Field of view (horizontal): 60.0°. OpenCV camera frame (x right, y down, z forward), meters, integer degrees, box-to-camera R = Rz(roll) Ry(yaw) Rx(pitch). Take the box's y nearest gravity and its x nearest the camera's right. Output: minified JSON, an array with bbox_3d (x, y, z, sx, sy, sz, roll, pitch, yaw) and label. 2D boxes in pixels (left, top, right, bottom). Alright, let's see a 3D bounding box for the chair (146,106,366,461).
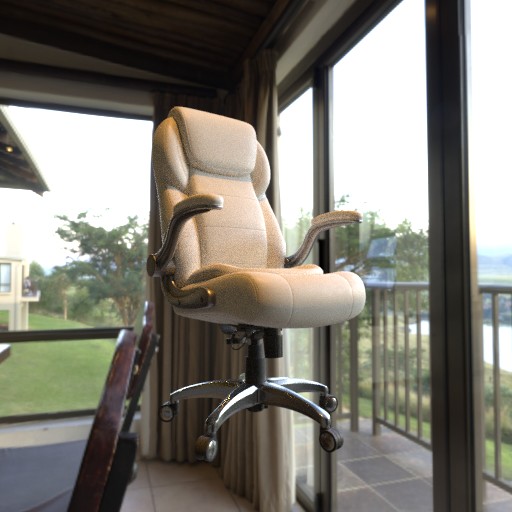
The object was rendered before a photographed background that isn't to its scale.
[{"bbox_3d":[0.000,0.000,1.783,0.755,1.330,0.806,1,-2,-37],"label":"chair"}]
